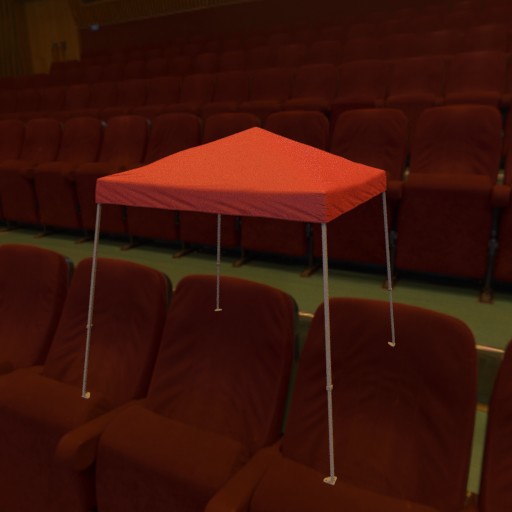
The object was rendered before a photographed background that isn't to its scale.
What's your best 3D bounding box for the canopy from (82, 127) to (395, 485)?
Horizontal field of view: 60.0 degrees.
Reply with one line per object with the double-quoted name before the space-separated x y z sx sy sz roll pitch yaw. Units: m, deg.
"canopy" 0.000 0.000 6.441 3.600 3.600 3.599 7 17 26
